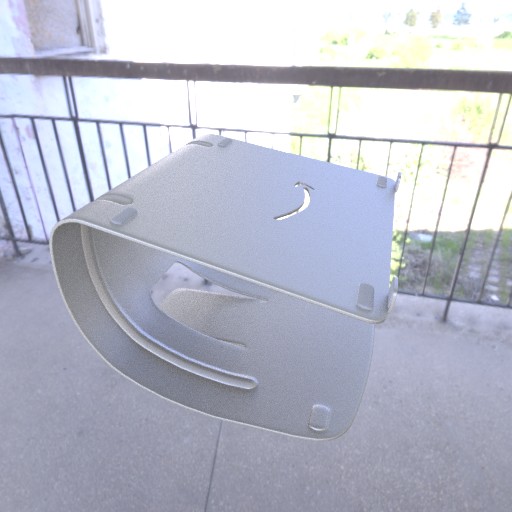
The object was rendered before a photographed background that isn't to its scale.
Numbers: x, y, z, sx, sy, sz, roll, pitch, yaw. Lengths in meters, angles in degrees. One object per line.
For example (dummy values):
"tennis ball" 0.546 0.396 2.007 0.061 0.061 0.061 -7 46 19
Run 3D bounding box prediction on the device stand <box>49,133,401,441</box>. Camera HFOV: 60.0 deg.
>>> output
"device stand" 0.000 0.000 0.404 0.236 0.155 0.256 8 30 14
